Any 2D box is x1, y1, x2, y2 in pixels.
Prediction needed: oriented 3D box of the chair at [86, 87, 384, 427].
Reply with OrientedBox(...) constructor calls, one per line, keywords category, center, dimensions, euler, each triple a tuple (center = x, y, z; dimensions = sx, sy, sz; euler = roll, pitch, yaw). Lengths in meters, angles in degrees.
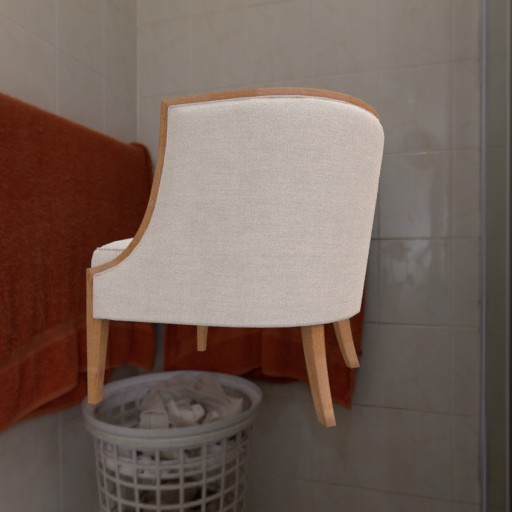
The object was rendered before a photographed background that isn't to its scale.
OrientedBox(category="chair", center=(0.000, 0.000, 1.371), dimensions=(0.757, 0.775, 0.711), euler=(0, 1, 19))
